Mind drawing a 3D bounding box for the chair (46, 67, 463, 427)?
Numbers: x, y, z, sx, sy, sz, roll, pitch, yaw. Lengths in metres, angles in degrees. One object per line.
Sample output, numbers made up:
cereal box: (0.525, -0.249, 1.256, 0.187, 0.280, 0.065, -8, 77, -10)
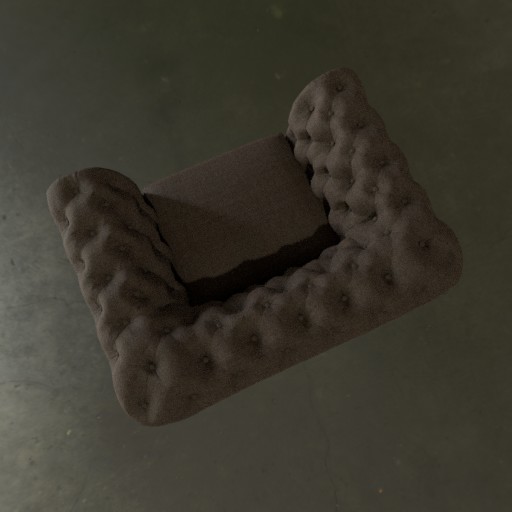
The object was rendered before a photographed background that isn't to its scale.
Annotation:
chair: (0.000, 0.000, 1.853, 1.298, 0.780, 0.945, -24, 76, -6)
